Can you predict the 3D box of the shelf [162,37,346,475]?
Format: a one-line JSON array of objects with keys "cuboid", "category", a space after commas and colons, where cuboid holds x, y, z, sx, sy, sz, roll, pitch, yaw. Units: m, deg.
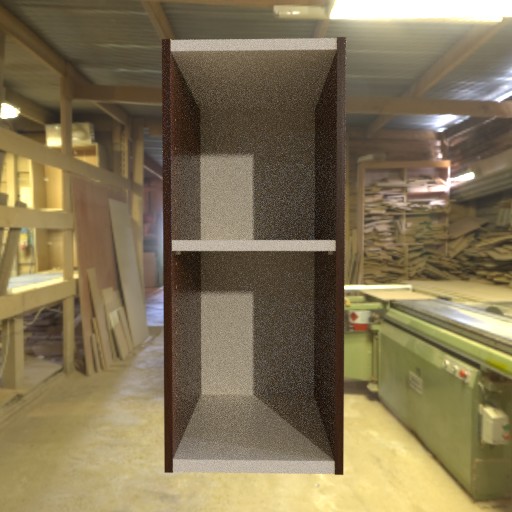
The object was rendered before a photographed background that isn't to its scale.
[{"cuboid": [0.000, 0.000, 0.755, 0.253, 0.600, 0.290, 0, 2, 1], "category": "shelf"}]
